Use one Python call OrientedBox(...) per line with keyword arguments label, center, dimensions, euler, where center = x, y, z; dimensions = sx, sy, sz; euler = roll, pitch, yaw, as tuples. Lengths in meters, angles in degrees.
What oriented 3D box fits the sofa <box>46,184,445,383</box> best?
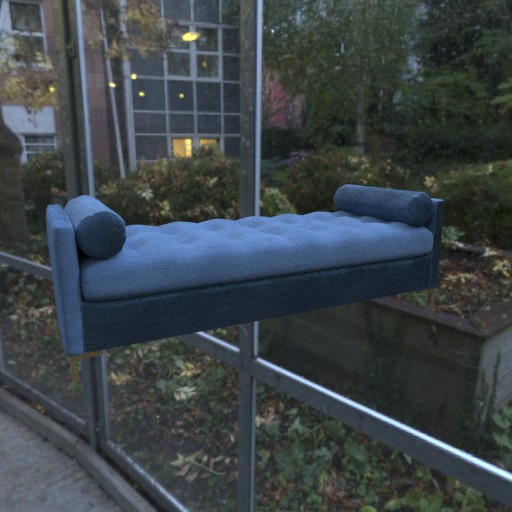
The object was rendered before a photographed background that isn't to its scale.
OrientedBox(label="sofa", center=(0.000, 0.000, 2.507), dimensions=(2.102, 0.705, 0.796), euler=(-7, 15, -26))
